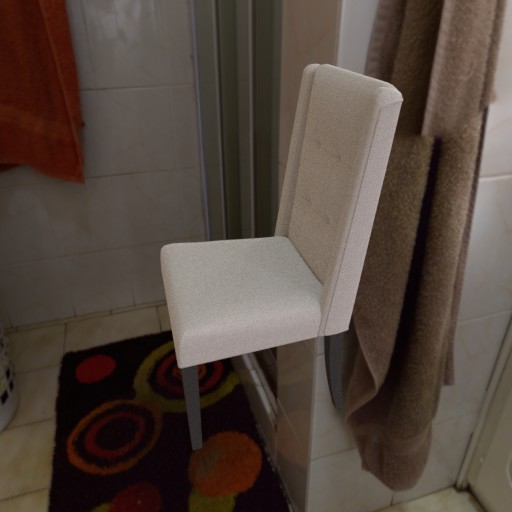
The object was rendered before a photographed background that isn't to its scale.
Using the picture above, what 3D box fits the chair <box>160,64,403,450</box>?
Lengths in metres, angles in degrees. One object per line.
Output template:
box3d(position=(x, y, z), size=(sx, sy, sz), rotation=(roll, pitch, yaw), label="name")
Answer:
box3d(position=(0.000, 0.000, 1.265), size=(0.523, 0.961, 0.474), rotation=(-8, 31, -13), label="chair")
